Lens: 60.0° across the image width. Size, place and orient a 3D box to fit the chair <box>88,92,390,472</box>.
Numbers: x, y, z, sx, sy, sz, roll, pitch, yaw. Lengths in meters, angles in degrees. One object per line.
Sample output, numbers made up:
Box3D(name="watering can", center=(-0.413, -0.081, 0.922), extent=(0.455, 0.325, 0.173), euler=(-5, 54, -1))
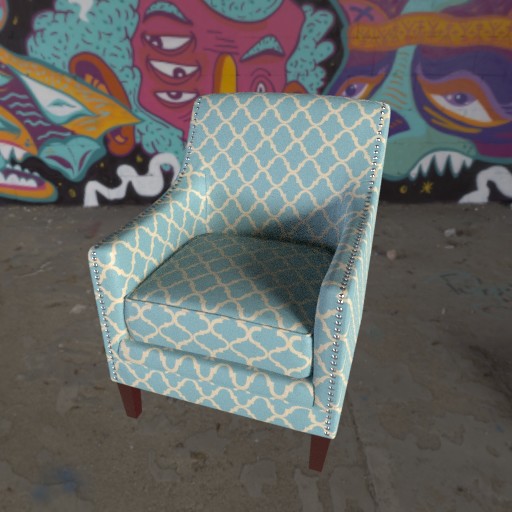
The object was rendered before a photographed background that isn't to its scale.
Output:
Box3D(name="chair", center=(0.000, 0.000, 1.282), extent=(0.617, 0.817, 0.686), euler=(9, 28, 17))
